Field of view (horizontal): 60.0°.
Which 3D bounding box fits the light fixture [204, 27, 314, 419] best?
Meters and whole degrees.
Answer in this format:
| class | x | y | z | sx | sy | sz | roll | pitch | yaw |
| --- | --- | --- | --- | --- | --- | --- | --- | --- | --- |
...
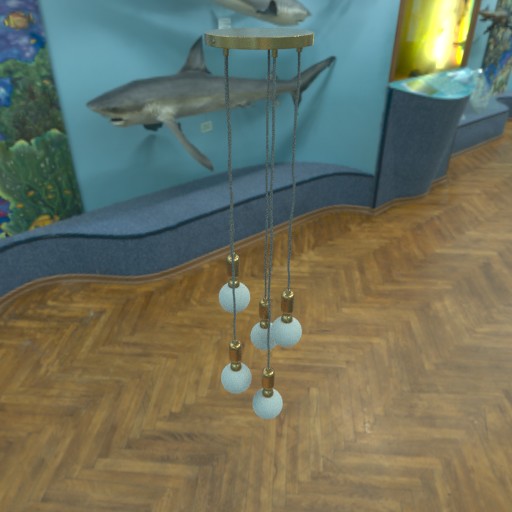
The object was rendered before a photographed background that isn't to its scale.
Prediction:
| class | x | y | z | sx | sy | sz | roll | pitch | yaw |
| --- | --- | --- | --- | --- | --- | --- | --- | --- | --- |
| light fixture | 0.000 | 0.000 | 0.505 | 0.105 | 0.457 | 0.108 | -22 | 38 | -32 |
